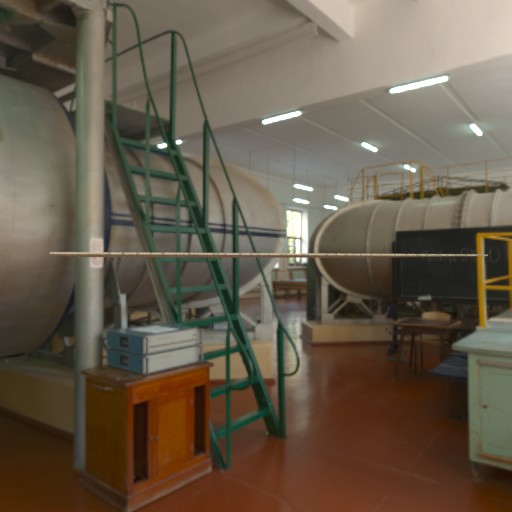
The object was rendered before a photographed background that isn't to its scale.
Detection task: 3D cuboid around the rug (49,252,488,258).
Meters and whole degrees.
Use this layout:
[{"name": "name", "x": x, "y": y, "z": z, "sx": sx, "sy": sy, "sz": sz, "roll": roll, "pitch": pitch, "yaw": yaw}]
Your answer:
[{"name": "rug", "x": 0.000, "y": 0.000, "z": 2.314, "sx": 1.827, "sy": 0.007, "sz": 1.211, "roll": 0, "pitch": -1, "yaw": -17}]
